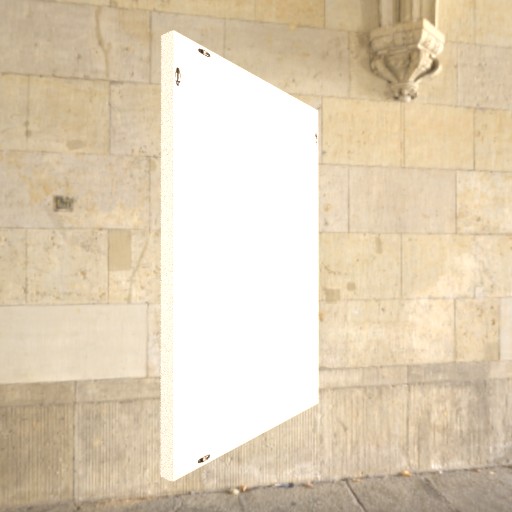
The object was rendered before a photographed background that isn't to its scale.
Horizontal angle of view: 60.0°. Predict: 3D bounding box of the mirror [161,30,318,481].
[{"bbox_3d":[0.000,0.000,1.151,0.041,0.915,0.609,0,-1,37],"label":"mirror"}]
